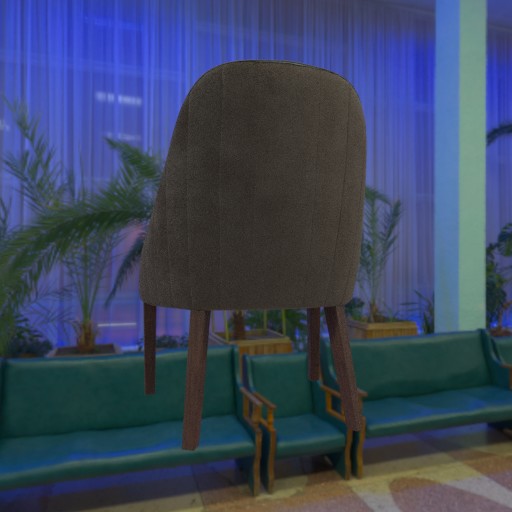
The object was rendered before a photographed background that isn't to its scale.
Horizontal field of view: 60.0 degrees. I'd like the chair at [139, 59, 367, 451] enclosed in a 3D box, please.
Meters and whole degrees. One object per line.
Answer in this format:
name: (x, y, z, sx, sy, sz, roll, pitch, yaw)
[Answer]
chair: (0.000, 0.000, 1.269, 0.643, 0.889, 0.575, 0, 0, -16)
